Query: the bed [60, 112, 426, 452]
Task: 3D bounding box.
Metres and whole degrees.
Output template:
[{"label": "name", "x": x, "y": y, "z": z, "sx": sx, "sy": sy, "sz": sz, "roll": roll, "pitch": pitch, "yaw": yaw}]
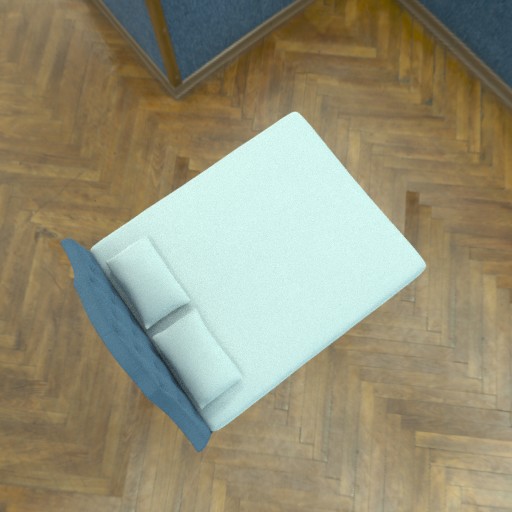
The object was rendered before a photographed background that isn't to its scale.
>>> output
[{"label": "bed", "x": 0.000, "y": 0.000, "z": 3.794, "sx": 2.477, "sy": 1.617, "sz": 2.039, "roll": -36, "pitch": 79, "yaw": -8}]
